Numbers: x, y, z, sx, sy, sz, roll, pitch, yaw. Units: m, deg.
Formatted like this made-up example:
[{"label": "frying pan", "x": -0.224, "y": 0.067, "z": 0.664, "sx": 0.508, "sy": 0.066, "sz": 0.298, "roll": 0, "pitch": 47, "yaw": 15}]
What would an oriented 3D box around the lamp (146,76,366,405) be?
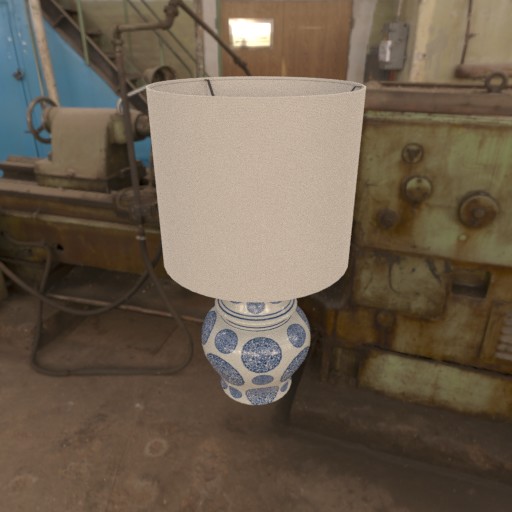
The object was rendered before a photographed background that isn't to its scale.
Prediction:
[{"label": "lamp", "x": 0.000, "y": 0.000, "z": 0.526, "sx": 0.215, "sy": 0.381, "sz": 0.215, "roll": 0, "pitch": 26, "yaw": 0}]
